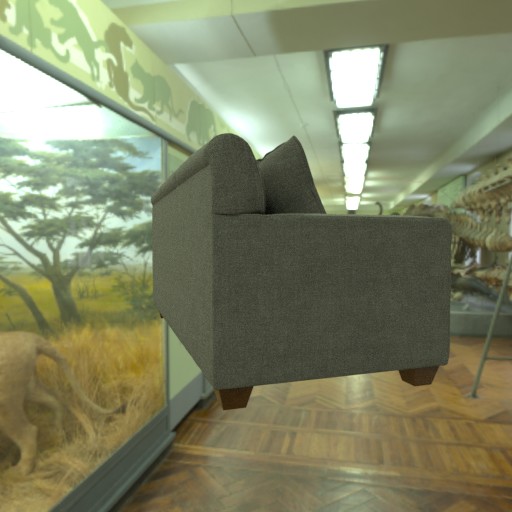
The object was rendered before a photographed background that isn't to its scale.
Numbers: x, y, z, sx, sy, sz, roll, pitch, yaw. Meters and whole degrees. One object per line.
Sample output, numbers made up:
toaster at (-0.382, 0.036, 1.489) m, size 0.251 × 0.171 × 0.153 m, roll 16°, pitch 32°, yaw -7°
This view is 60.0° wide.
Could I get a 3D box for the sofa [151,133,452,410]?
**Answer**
sofa at (0.000, 0.000, 2.513) m, size 0.997 × 0.958 × 2.024 m, roll -1°, pitch 2°, yaw -18°
